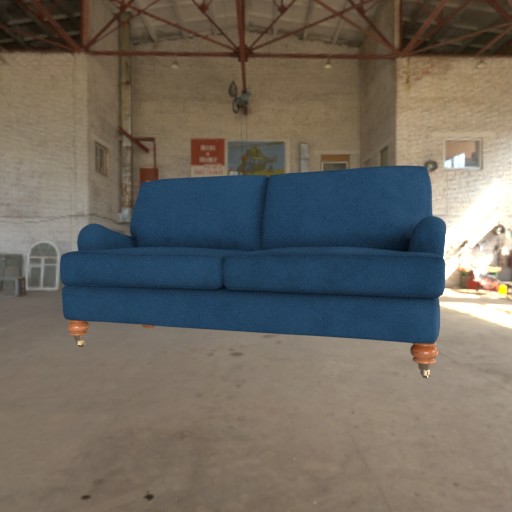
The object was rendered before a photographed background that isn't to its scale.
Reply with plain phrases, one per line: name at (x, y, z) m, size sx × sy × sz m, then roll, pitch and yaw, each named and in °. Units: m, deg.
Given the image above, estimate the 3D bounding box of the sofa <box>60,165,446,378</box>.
sofa at (0.000, 0.000, 2.735) m, size 2.141 × 1.101 × 1.084 m, roll 0°, pitch 1°, yaw 19°
